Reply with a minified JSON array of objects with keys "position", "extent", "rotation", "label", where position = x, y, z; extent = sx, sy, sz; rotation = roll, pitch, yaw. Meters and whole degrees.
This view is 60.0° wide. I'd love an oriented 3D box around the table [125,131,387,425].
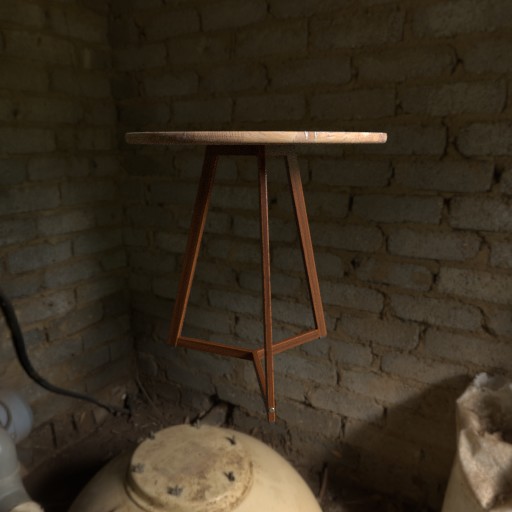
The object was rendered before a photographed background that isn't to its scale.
[{"position":[0.000,0.000,0.942],"extent":[0.500,0.500,0.500],"rotation":[0,15,0],"label":"table"}]
